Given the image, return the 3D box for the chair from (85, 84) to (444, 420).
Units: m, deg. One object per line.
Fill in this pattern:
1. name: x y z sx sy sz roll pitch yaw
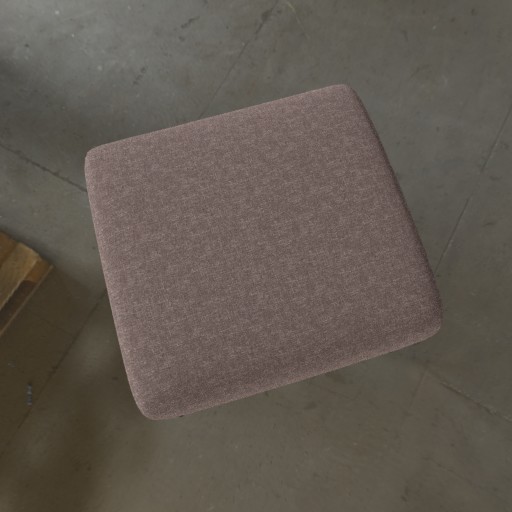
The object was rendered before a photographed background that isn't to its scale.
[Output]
1. chair: 0.000 0.000 0.900 0.530 0.410 0.530 -16 76 -4
